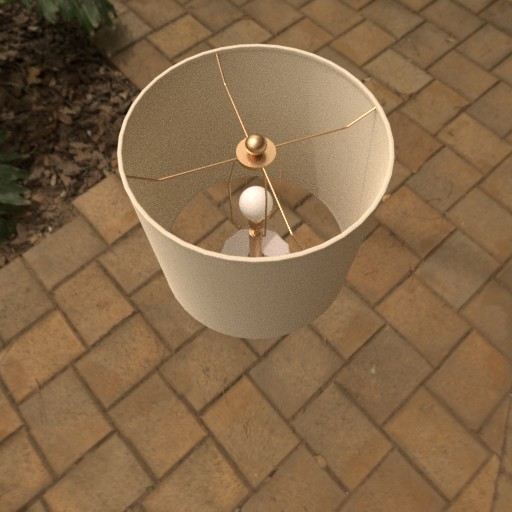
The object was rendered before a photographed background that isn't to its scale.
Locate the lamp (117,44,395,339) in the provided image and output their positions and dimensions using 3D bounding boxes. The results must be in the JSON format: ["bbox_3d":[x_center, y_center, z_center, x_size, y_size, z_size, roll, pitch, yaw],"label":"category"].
[{"bbox_3d":[0.000,0.000,0.686,0.277,0.537,0.277,17,65,8],"label":"lamp"}]
